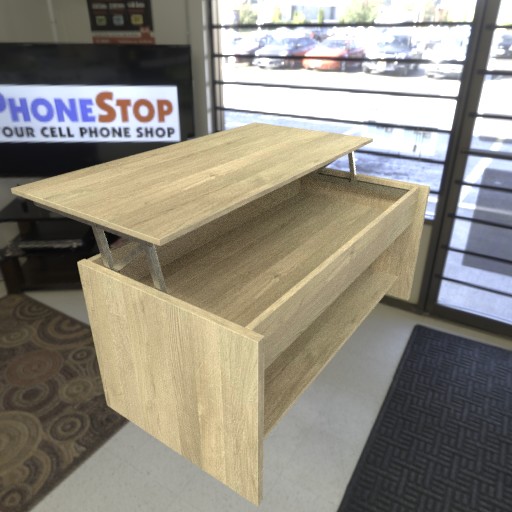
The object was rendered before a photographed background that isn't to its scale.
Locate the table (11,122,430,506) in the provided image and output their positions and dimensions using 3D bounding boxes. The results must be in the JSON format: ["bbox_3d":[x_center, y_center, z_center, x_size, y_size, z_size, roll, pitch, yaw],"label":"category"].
[{"bbox_3d":[0.000,0.000,1.357,0.712,0.570,1.000,18,32,31],"label":"table"}]
